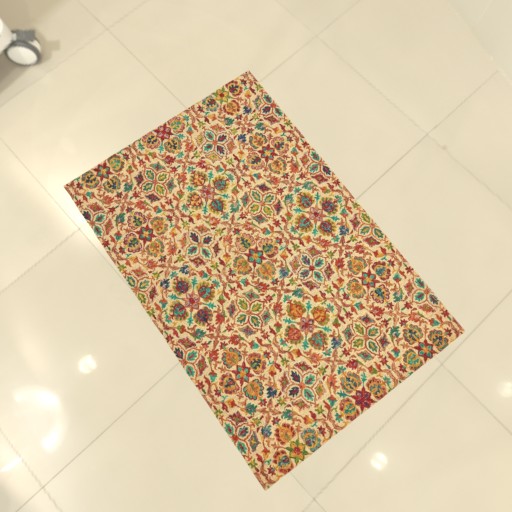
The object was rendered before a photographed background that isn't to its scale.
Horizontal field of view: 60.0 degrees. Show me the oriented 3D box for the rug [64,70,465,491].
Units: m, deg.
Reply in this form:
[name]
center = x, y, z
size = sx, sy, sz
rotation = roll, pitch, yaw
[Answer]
[rug]
center = 0.000, 0.000, 2.283
size = 1.226, 0.013, 1.838
rotation = -35, 78, -8
